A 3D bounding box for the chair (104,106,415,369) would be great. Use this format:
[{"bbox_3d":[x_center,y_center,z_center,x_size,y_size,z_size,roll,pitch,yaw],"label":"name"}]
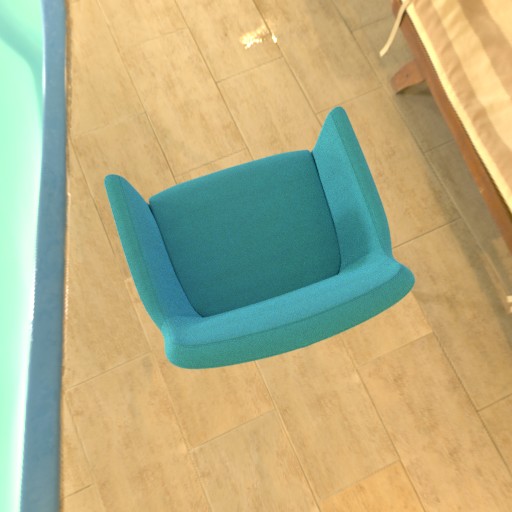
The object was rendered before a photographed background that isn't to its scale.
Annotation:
[{"bbox_3d":[0.000,0.000,1.175,0.570,0.780,0.540,-18,76,-5],"label":"chair"}]
